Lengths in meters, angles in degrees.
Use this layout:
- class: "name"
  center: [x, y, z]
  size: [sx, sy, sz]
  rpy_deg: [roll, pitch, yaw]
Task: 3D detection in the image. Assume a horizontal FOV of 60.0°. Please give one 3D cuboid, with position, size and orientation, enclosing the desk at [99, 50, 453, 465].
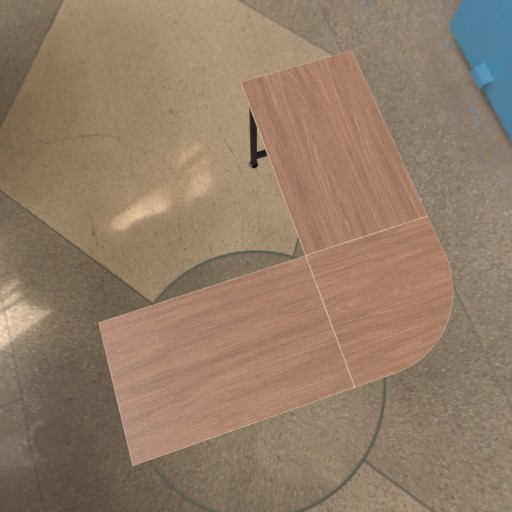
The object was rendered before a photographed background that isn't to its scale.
- class: "desk"
  center: [0.000, 0.000, 2.193]
  size: [1.400, 0.762, 1.400]
  rpy_deg: [-18, 76, -5]
